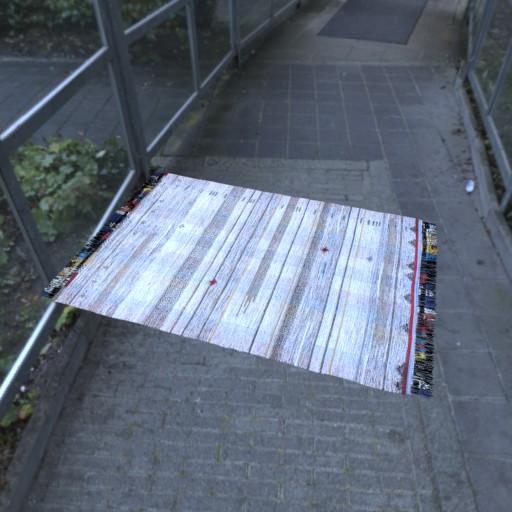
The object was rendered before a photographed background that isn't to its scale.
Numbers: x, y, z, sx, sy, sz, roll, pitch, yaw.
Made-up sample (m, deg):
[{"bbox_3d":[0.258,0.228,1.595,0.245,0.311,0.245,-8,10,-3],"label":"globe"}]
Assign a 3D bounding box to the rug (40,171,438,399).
[{"bbox_3d":[0.000,0.000,2.353,1.848,0.012,1.217,12,43,13],"label":"rug"}]
